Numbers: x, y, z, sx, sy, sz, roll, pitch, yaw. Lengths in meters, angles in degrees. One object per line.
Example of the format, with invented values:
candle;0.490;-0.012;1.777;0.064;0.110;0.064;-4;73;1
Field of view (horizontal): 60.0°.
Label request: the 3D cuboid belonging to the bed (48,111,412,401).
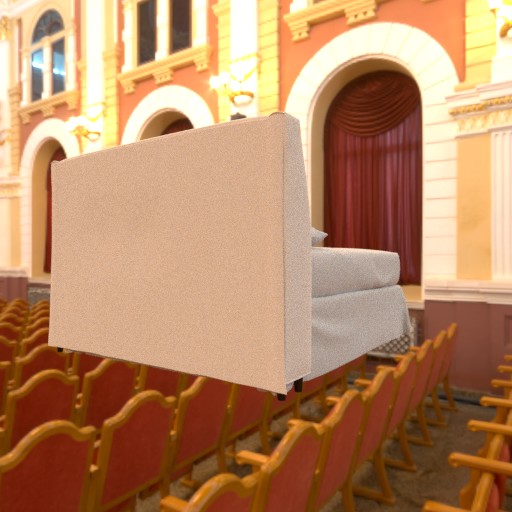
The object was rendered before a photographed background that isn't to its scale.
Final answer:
bed;0.000;0.000;3.433;1.925;1.332;2.276;0;0;35
